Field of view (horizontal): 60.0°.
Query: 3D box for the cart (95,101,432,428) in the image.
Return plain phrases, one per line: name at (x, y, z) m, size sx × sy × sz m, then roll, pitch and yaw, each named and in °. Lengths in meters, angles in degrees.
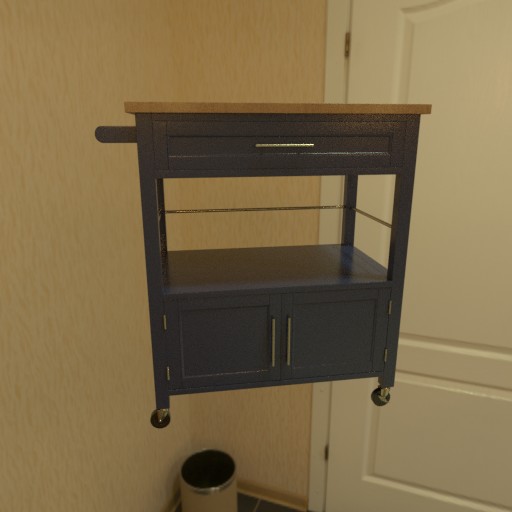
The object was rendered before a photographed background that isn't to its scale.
cart at (0.000, 0.000, 1.411) m, size 0.840 × 0.901 × 0.459 m, roll -3°, pitch 16°, yaw -9°
